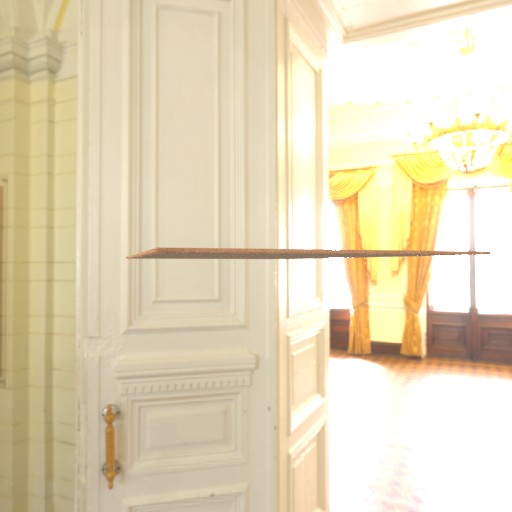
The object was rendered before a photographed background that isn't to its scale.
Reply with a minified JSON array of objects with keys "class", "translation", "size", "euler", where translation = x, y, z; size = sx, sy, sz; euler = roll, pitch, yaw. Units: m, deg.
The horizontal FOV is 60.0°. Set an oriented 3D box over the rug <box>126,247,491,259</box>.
[{"class":"rug","translation":[0.000,0.000,2.308],"size":[1.219,0.014,1.829],"euler":[0,-1,-19]}]
